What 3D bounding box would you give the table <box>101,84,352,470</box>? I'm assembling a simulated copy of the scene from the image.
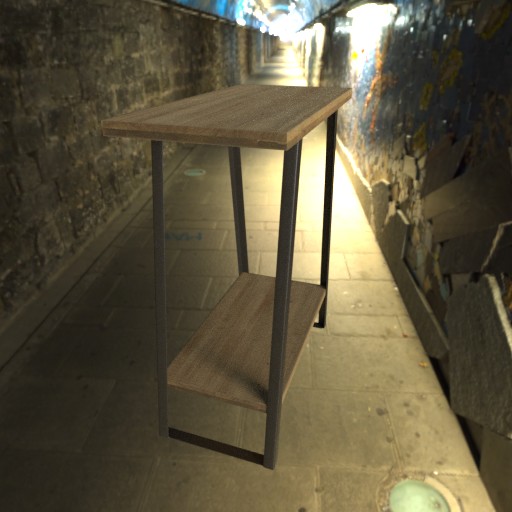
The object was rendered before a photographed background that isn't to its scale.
[{"bbox_3d":[0.000,0.000,1.048,0.300,0.701,0.599,9,28,17],"label":"table"}]
